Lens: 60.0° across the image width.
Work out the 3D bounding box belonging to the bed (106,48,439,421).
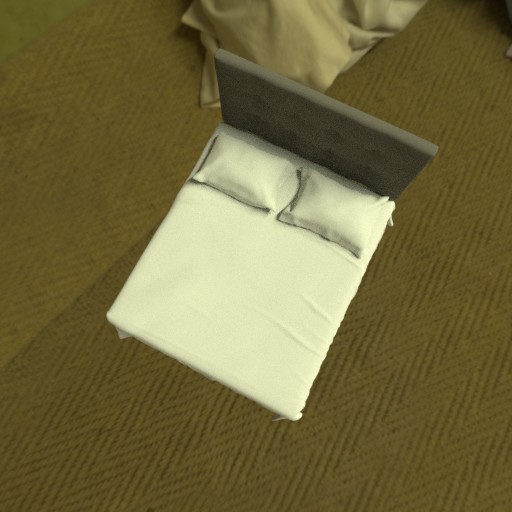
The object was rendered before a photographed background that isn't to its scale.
[{"bbox_3d":[0.000,0.000,3.490,1.936,1.577,2.222,27,78,6],"label":"bed"}]
